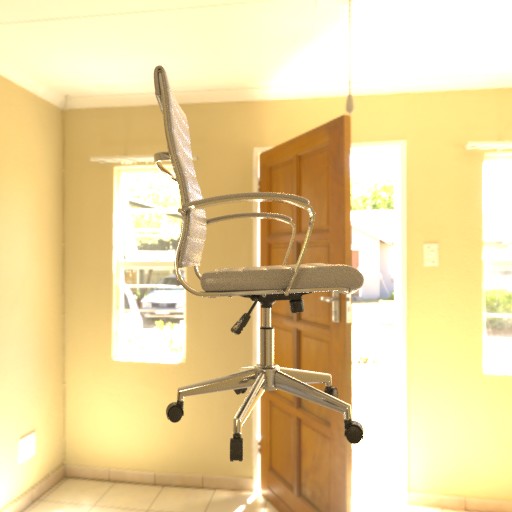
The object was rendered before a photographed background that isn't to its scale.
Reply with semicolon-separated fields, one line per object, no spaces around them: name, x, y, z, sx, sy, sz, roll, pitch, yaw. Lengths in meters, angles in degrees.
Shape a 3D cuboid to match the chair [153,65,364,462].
chair;0.000;0.000;1.554;0.667;1.149;0.679;0;0;-1
